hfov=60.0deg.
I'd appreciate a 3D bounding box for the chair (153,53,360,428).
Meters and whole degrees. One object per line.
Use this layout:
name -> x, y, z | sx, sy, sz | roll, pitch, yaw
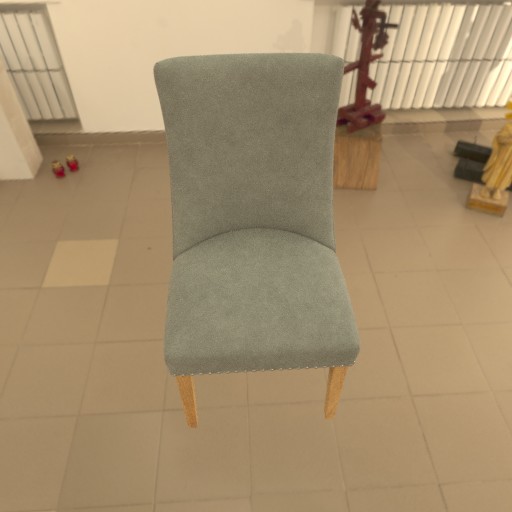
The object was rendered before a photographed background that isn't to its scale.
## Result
chair -> 0.000, 0.000, 1.248 | 0.495, 0.902, 0.610 | -3, 46, -2
